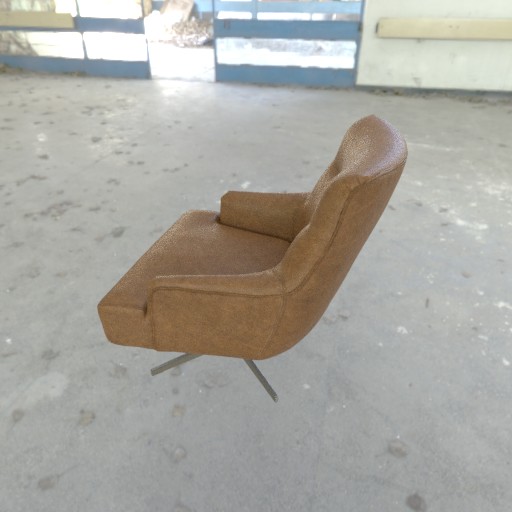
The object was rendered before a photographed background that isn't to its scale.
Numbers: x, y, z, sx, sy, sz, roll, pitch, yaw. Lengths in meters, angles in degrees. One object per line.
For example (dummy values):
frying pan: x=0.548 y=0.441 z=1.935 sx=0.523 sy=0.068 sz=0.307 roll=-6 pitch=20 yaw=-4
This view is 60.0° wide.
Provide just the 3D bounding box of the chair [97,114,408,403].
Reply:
chair: x=0.000 y=0.000 z=1.540 sx=0.874 sy=0.869 sz=0.729 roll=8 pitch=32 yaw=13
